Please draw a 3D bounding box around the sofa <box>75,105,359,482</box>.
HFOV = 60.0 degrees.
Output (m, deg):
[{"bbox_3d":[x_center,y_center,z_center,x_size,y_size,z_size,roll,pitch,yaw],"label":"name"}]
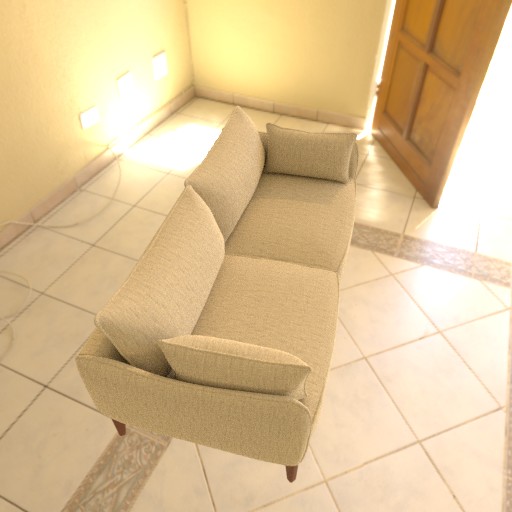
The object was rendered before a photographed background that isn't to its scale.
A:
[{"bbox_3d":[0.000,0.000,2.439,0.991,0.860,1.989,10,45,10],"label":"sofa"}]
